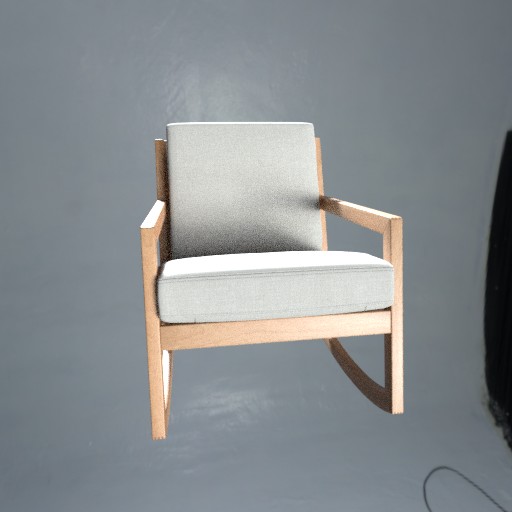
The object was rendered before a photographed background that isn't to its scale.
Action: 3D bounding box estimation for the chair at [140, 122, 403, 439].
[{"bbox_3d":[0.000,0.000,1.388,0.622,0.790,0.857,-3,18,-8],"label":"chair"}]
